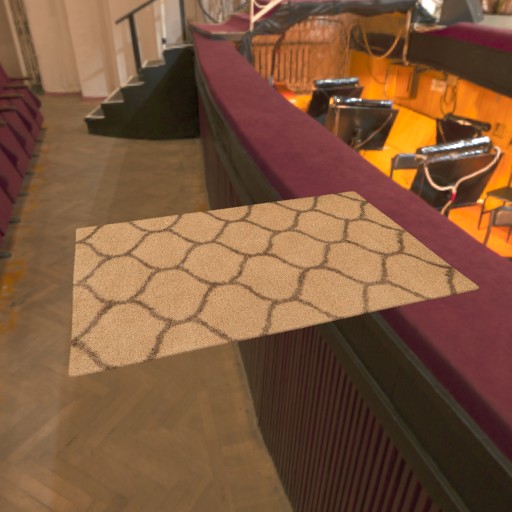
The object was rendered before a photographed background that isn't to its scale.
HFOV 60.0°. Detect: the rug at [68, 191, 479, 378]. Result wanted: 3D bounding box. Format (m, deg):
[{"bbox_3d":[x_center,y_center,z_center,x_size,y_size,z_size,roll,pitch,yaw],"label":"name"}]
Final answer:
[{"bbox_3d":[0.000,0.000,3.466,2.701,0.026,1.801,-9,32,-15],"label":"rug"}]
